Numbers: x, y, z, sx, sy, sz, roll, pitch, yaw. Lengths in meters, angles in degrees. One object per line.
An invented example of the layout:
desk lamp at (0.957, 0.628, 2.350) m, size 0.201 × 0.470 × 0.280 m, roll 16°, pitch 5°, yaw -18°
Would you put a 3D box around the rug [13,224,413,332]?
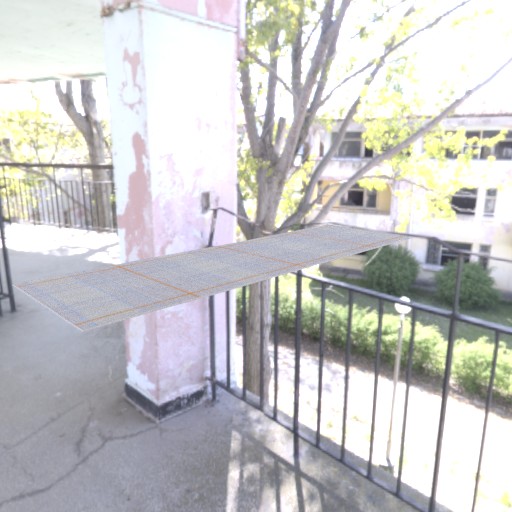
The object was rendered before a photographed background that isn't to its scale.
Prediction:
rug at (0.000, 0.000, 2.638) m, size 2.442 × 0.016 × 0.770 m, roll -13°, pitch 19°, yaw -43°
